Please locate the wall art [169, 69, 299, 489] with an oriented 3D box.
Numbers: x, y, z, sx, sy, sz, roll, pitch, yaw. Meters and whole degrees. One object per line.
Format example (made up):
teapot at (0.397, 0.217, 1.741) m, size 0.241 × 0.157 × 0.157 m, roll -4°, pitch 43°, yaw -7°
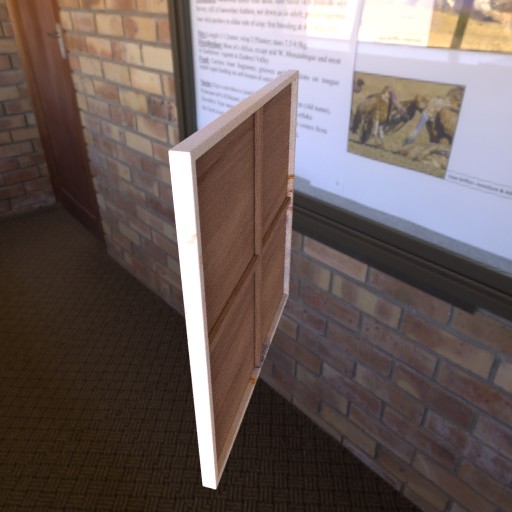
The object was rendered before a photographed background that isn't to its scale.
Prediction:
wall art at (0.000, 0.000, 1.288) m, size 0.038 × 0.889 × 0.889 m, roll 8°, pitch 32°, yaw 13°
